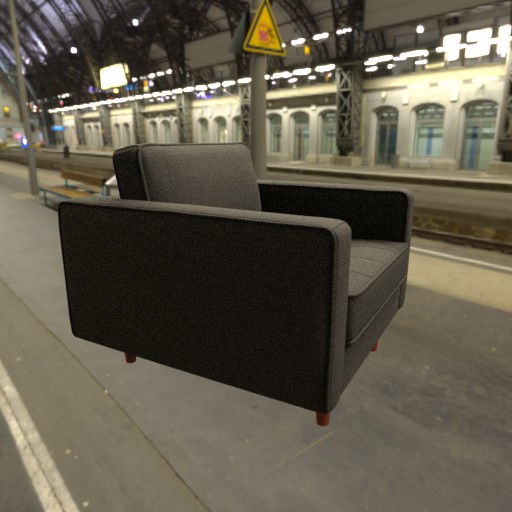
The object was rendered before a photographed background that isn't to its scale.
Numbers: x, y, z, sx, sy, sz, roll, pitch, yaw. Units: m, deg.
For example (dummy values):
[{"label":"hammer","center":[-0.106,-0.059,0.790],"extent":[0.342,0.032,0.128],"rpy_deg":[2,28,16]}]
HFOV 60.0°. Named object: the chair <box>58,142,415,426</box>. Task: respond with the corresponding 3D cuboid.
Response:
[{"label":"chair","center":[0.000,0.000,1.552],"extent":[0.919,0.770,0.899],"rpy_deg":[8,17,28]}]
